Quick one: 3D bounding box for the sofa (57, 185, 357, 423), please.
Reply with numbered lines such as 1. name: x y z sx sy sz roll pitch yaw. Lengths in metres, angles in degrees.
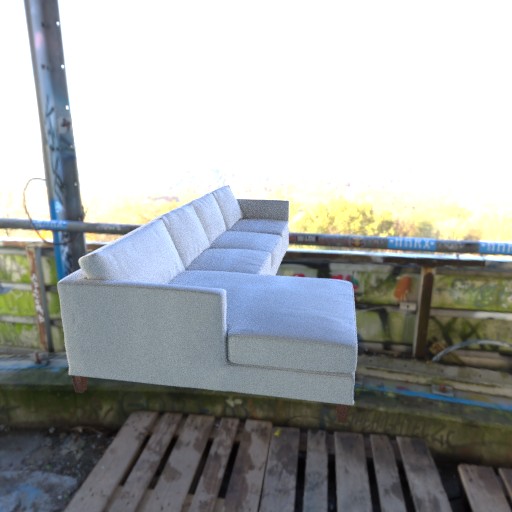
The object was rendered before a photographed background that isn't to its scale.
1. sofa: 0.000 0.000 3.808 1.625 0.861 3.186 3 16 10
